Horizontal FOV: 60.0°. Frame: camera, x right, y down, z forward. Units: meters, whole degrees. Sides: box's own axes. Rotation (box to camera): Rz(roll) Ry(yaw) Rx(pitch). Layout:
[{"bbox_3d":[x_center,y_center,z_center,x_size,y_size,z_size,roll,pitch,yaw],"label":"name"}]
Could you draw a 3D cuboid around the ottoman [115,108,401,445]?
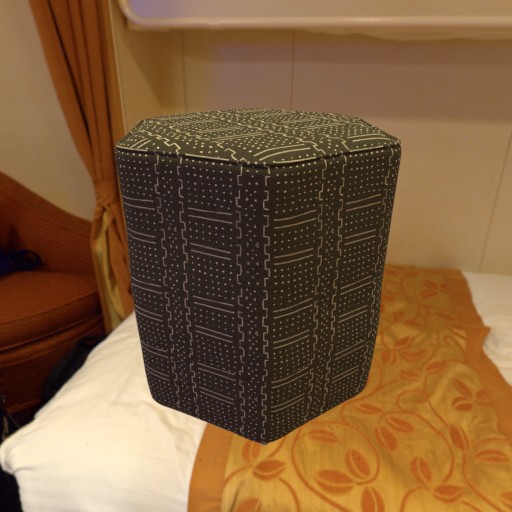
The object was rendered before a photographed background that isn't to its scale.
[{"bbox_3d":[0.000,0.000,0.863,0.494,0.502,0.443,-16,30,-30],"label":"ottoman"}]
